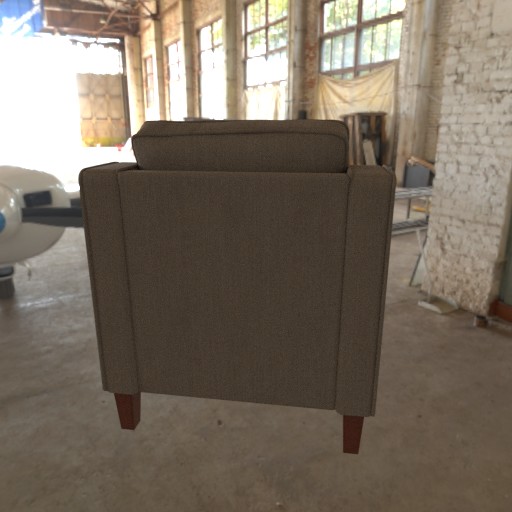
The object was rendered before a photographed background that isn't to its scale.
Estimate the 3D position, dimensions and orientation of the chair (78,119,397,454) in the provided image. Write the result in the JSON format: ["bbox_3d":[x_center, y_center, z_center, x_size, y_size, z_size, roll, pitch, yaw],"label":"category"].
[{"bbox_3d":[0.000,0.000,1.644,0.831,0.960,0.909,3,16,9],"label":"chair"}]
